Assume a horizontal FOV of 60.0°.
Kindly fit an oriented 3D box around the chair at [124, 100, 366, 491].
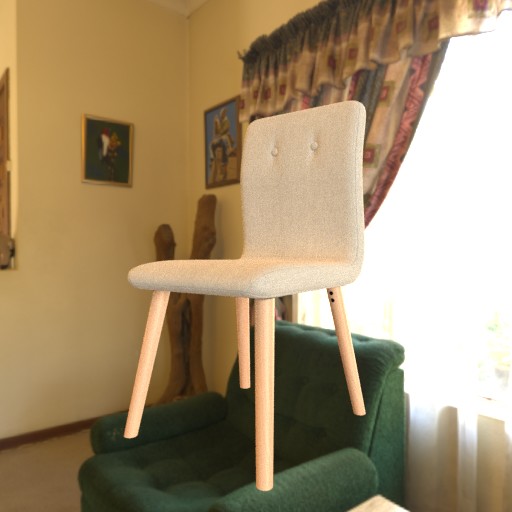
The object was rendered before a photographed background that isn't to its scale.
[{"bbox_3d":[0.000,0.000,1.176,0.435,0.885,0.550,1,1,36],"label":"chair"}]
